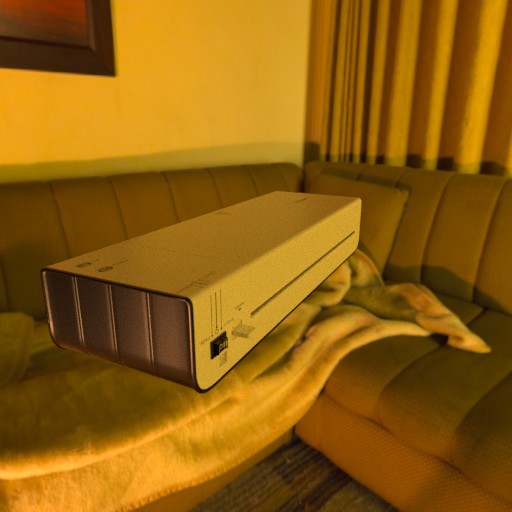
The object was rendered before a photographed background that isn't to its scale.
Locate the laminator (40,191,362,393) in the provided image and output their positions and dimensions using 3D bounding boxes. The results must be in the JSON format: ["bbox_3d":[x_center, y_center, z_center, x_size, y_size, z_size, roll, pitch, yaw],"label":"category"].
[{"bbox_3d":[0.000,0.000,0.396,0.123,0.062,0.340,9,19,26],"label":"laminator"}]
